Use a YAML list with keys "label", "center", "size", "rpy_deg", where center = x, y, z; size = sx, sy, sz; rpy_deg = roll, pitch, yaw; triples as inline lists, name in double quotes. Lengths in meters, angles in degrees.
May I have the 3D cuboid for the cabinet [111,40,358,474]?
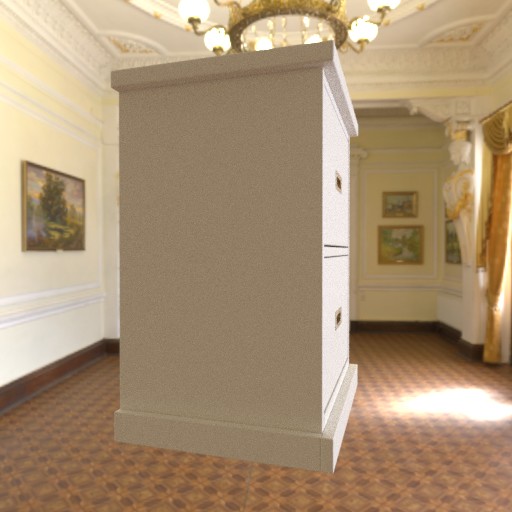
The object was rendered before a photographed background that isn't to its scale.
- label: "cabinet"
  center: [0.000, 0.000, 1.046]
  size: [0.431, 0.723, 0.520]
  rpy_deg: [0, 1, 17]
